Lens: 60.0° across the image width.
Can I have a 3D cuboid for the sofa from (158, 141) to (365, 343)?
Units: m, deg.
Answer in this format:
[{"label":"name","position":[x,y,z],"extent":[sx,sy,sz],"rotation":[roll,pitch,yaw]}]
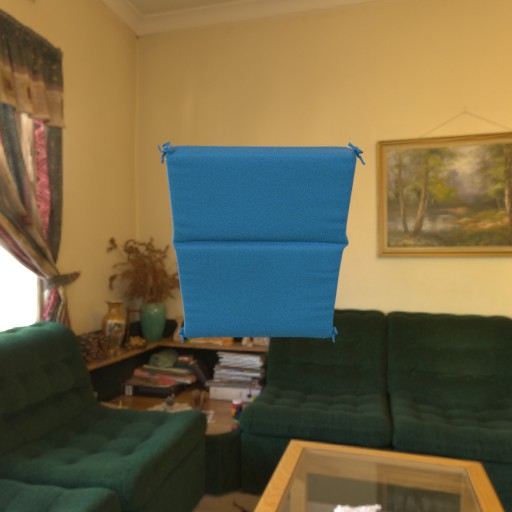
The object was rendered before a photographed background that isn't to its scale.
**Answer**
[{"label":"sofa","position":[0.000,0.000,1.986],"extent":[0.582,0.622,1.663],"rotation":[0,0,-1]}]
